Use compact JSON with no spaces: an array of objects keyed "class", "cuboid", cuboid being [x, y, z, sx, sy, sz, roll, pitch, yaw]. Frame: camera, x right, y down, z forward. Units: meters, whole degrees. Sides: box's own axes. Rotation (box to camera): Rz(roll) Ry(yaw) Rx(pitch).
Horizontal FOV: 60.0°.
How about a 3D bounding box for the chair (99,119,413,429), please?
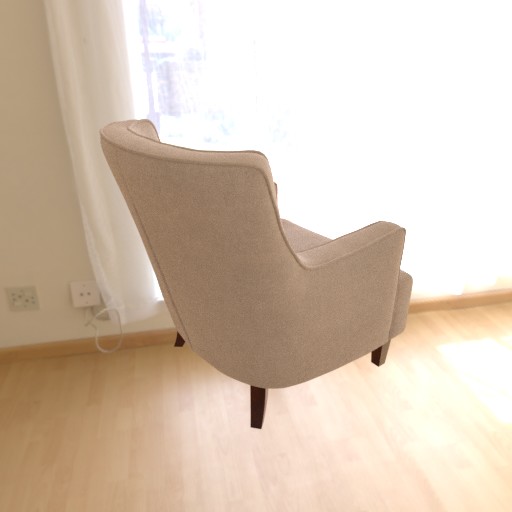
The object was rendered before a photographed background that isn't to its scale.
[{"class":"chair","cuboid":[0.000,0.000,1.588,0.910,0.920,0.781,-18,31,-33]}]
